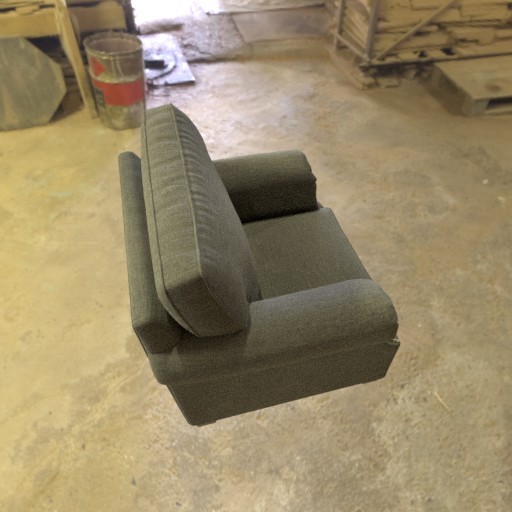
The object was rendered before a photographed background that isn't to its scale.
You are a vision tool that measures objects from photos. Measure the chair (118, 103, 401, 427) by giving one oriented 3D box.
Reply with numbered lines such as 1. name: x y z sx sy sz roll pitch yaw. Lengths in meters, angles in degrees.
1. chair: 0.000 0.000 1.851 0.965 0.961 1.092 -11 47 -10
